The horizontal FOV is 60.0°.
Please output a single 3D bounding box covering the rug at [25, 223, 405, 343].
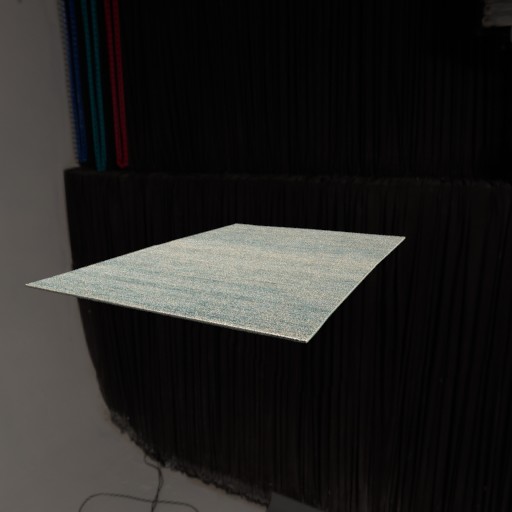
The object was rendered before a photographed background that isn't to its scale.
[{"bbox_3d":[0.000,0.000,5.283,2.802,0.052,4.078,7,15,26],"label":"rug"}]
